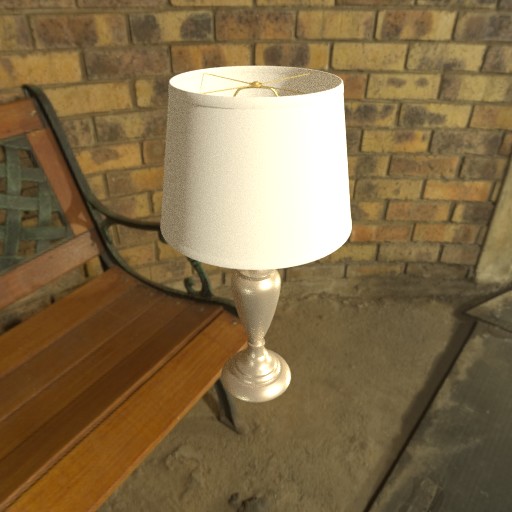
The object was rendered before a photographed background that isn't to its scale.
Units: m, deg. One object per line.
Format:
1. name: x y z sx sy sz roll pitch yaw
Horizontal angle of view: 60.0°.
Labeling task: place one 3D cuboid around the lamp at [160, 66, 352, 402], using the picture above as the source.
1. lamp: 0.000 0.000 0.814 0.328 0.612 0.328 0 31 0
